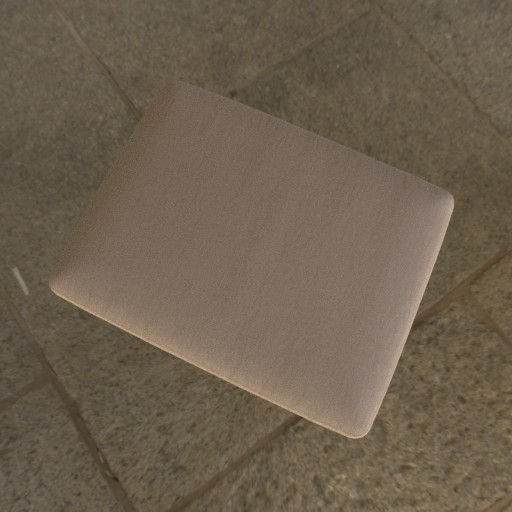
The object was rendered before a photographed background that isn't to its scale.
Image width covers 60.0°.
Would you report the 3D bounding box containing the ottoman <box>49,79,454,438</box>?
[{"bbox_3d":[0.000,0.000,1.131,0.771,0.420,0.606,24,76,6],"label":"ottoman"}]
